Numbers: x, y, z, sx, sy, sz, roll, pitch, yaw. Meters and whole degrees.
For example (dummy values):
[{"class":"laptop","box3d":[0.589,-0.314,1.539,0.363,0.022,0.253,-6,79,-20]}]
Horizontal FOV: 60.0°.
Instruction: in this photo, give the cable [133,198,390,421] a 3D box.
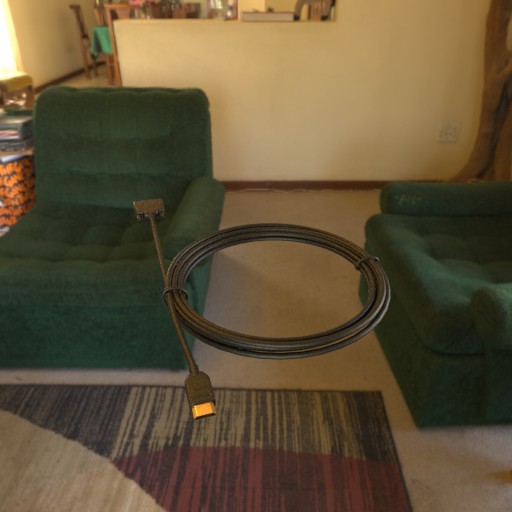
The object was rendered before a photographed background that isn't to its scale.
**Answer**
[{"class":"cable","box3d":[0.000,0.000,0.521,0.257,0.030,0.422,-9,32,-15]}]
